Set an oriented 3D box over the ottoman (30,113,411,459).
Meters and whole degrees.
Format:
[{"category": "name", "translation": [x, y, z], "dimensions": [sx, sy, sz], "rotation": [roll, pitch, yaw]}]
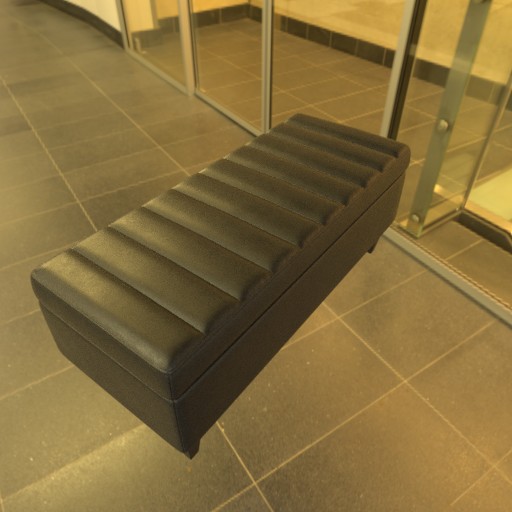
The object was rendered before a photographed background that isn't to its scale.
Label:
[{"category": "ottoman", "translation": [0.000, 0.000, 1.390], "dimensions": [0.482, 0.469, 1.151], "rotation": [26, 47, 27]}]
